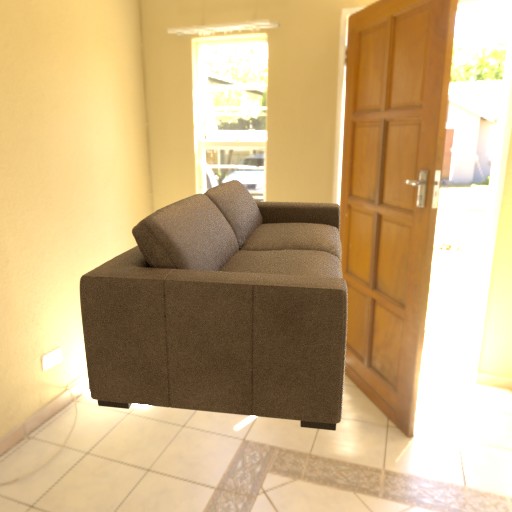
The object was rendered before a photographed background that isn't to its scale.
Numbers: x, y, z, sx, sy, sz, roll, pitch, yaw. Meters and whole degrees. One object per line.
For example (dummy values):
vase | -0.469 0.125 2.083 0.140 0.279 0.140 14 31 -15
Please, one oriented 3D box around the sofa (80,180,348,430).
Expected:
sofa | 0.000 0.000 2.757 1.070 0.801 2.262 2 15 9
